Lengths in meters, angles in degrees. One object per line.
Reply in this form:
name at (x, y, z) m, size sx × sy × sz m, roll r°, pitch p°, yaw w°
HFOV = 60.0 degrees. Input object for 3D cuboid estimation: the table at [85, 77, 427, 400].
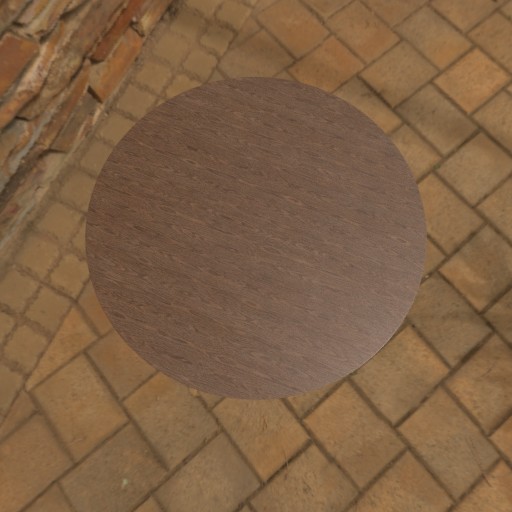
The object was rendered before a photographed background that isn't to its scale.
table at (0.000, 0.000, 1.752) m, size 1.053 × 0.786 × 1.053 m, roll 0°, pitch 74°, yaw 0°
